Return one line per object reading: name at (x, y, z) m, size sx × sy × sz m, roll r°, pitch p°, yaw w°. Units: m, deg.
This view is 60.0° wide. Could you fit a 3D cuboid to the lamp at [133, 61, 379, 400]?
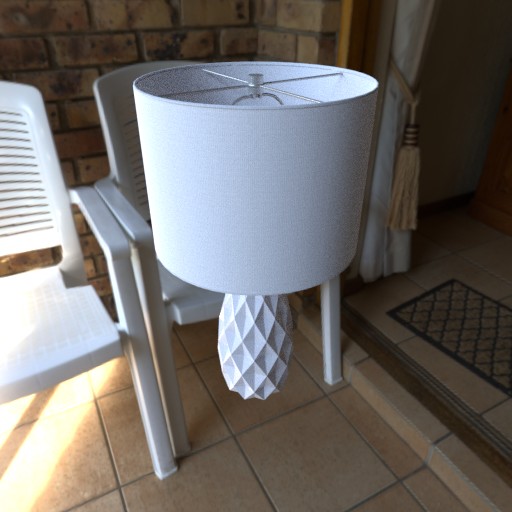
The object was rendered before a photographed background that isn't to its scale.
lamp at (0.000, 0.000, 0.682) m, size 0.297 × 0.522 × 0.297 m, roll 0°, pitch 31°, yaw 0°
